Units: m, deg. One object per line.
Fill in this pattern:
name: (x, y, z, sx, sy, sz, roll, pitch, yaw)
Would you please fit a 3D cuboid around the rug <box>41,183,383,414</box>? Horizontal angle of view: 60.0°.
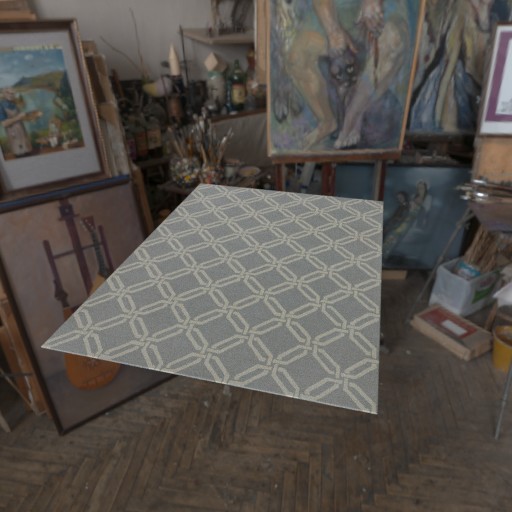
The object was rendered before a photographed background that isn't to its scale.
rug: (0.000, 0.000, 4.432, 2.438, 0.013, 3.353, 8, 32, 12)
